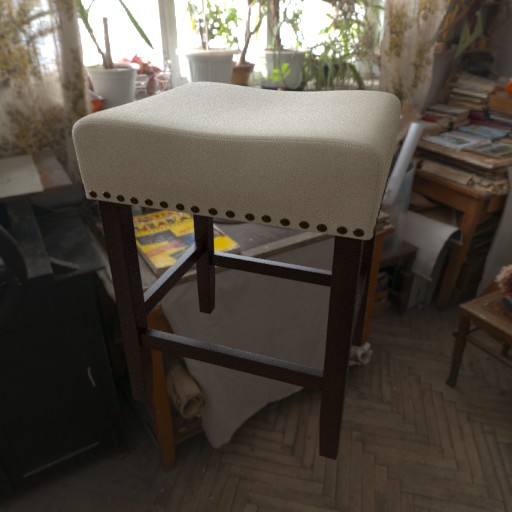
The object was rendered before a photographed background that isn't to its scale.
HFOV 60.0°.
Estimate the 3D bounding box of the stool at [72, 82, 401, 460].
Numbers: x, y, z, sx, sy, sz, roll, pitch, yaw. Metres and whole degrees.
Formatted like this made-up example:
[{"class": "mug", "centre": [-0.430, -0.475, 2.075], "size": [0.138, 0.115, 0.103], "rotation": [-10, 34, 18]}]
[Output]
[{"class": "stool", "centre": [0.000, 0.000, 0.909], "size": [0.471, 0.609, 0.401], "rotation": [10, 31, 17]}]
